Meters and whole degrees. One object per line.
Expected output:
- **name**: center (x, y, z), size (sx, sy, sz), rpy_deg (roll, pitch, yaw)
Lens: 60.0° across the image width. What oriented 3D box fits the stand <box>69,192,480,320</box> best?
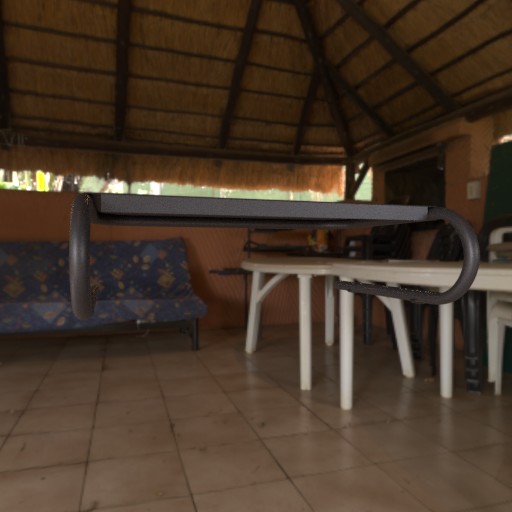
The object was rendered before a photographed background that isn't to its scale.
- **stand**: center (0.000, 0.000, 0.503), size (0.370, 0.108, 0.280), rpy_deg (0, 0, -18)
